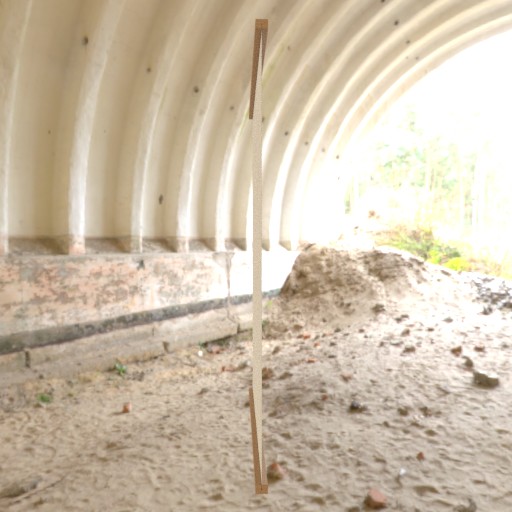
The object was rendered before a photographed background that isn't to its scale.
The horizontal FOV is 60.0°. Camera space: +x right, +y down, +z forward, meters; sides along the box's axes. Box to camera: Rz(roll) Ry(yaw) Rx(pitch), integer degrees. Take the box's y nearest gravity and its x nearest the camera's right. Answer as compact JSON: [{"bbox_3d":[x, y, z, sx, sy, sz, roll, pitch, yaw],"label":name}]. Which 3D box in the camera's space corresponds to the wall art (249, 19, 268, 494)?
[{"bbox_3d":[0.000,0.000,1.904,0.040,1.510,0.991,0,1,-2],"label":"wall art"}]
